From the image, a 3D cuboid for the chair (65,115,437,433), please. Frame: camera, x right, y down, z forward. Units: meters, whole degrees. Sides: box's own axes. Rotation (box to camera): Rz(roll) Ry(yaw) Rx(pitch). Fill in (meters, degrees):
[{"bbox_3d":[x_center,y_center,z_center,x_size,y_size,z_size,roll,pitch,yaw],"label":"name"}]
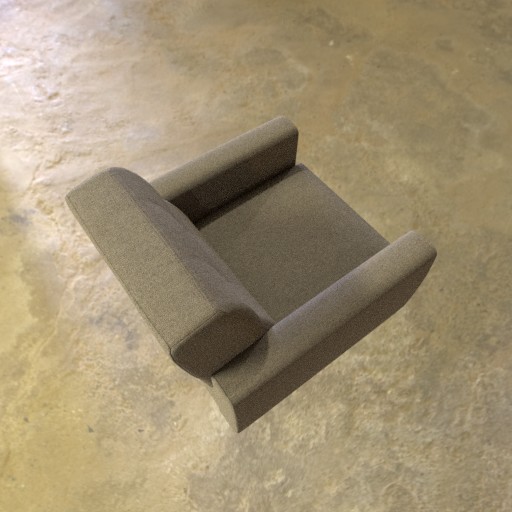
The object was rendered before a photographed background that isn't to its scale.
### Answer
[{"bbox_3d":[0.000,0.000,1.560,0.907,0.839,0.831,-32,63,-19],"label":"chair"}]
